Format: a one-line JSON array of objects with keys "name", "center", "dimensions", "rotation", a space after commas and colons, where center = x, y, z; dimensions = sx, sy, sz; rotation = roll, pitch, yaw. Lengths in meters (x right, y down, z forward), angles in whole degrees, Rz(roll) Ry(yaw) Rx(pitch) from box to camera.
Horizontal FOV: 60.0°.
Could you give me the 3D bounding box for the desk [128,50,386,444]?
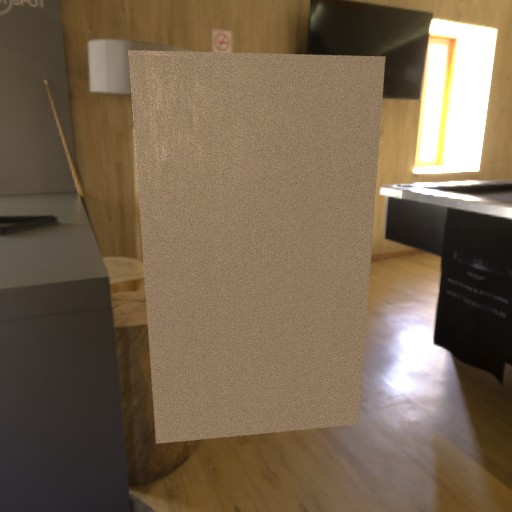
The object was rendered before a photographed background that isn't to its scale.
[{"name": "desk", "center": [0.000, 0.000, 1.568], "dimensions": [0.750, 1.280, 0.250], "rotation": [-2, 16, -8]}]
